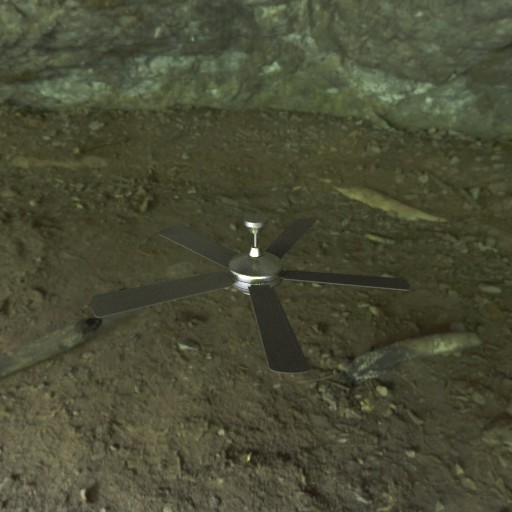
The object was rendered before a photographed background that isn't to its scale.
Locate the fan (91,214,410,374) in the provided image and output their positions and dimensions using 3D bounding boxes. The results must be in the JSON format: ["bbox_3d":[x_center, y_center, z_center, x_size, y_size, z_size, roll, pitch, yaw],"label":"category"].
[{"bbox_3d":[0.000,0.000,1.958,1.321,0.356,1.321,0,27,0],"label":"fan"}]
